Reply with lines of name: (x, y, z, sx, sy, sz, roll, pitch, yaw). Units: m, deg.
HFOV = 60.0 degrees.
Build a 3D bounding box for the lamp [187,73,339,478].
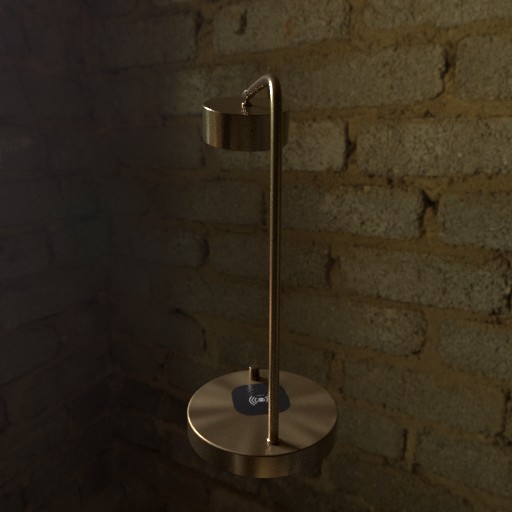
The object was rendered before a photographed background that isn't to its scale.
lamp: (0.000, 0.000, 0.515, 0.171, 0.380, 0.270, -2, 14, -9)
